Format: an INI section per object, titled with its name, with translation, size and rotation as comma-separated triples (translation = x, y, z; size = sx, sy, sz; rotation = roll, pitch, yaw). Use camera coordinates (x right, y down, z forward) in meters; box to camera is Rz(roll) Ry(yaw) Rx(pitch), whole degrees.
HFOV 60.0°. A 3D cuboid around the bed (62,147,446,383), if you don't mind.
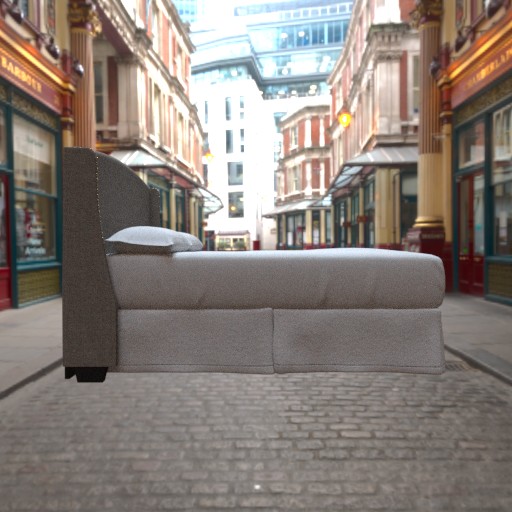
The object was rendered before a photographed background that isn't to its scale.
[bed]
translation = 0.000, 0.000, 3.339
size = 2.237, 1.407, 1.710
rotation = 0, 1, 0
